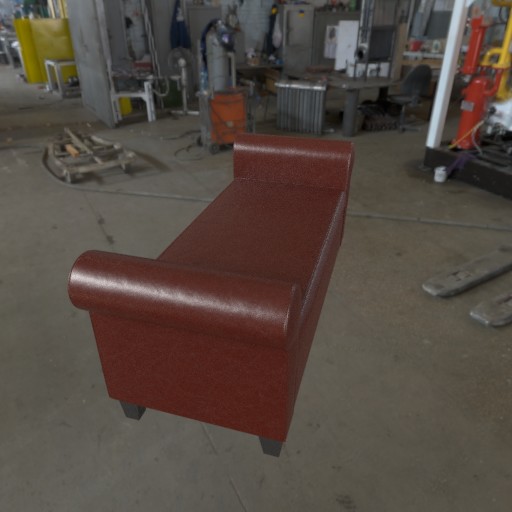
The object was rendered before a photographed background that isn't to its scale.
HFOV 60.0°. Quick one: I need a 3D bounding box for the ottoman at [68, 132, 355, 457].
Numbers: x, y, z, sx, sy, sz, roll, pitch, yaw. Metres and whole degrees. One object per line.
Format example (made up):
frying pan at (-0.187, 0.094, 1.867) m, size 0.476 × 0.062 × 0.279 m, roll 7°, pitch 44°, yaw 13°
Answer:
ottoman at (0.000, 0.000, 1.551) m, size 0.521 × 0.547 × 1.256 m, roll 9°, pitch 31°, yaw 14°
